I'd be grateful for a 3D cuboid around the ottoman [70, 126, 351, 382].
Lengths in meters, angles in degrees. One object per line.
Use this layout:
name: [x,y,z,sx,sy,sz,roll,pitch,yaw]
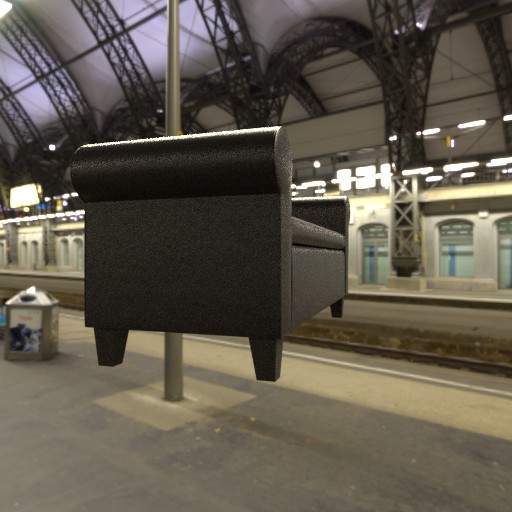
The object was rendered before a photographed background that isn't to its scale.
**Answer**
ottoman: [0.000,0.000,1.553,0.521,0.547,1.256,0,0,19]
